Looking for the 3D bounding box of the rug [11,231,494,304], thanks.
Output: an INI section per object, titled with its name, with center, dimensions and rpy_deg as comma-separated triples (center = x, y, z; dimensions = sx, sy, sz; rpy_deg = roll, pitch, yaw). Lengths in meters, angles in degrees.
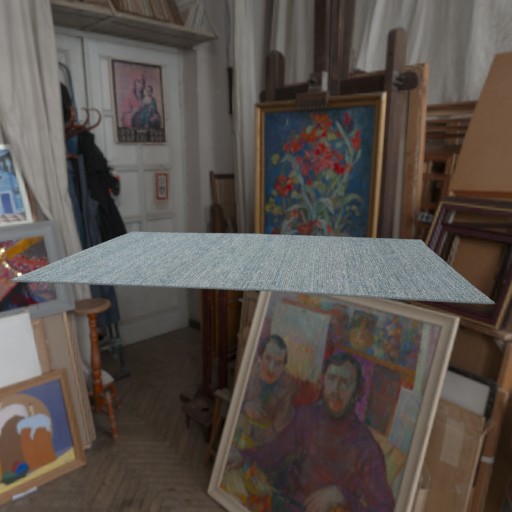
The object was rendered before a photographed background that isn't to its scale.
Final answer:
[rug]
center = 0.000, 0.000, 2.235
dimensions = 1.853, 0.022, 1.174
rpy_deg = 2, 13, 9
